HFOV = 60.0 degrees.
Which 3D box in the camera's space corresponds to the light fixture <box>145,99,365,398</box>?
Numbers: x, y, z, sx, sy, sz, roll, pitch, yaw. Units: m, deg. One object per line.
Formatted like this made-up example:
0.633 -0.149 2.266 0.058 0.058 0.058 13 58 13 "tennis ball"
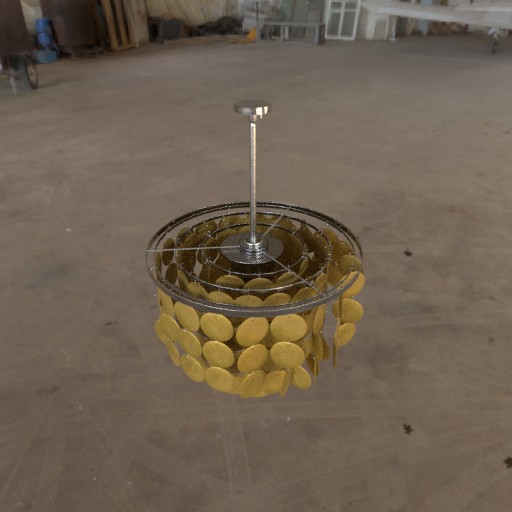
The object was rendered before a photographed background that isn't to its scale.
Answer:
0.000 0.000 0.742 0.368 0.492 0.368 0 31 0 "light fixture"
